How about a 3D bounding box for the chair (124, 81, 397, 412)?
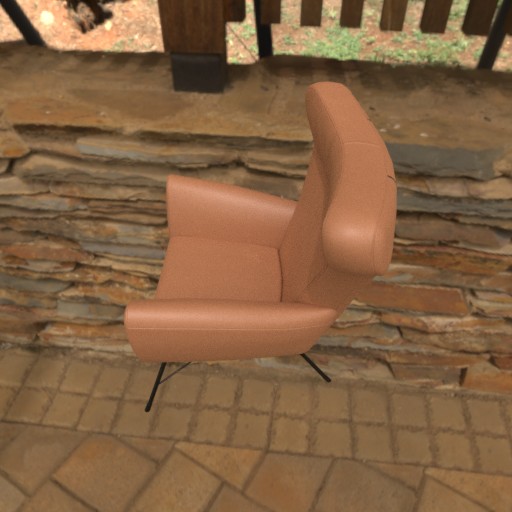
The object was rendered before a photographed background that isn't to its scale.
[{"bbox_3d":[0.000,0.000,1.747,0.900,1.050,0.980,1,42,1],"label":"chair"}]
